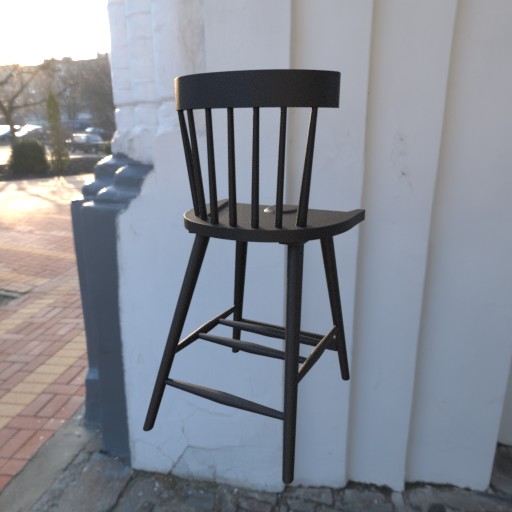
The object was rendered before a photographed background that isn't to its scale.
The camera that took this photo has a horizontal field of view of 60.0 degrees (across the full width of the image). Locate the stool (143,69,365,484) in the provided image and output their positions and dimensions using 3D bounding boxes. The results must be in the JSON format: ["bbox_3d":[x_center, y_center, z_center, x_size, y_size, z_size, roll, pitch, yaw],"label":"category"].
[{"bbox_3d":[0.000,0.000,1.272,0.494,0.953,0.549,8,18,26],"label":"stool"}]
